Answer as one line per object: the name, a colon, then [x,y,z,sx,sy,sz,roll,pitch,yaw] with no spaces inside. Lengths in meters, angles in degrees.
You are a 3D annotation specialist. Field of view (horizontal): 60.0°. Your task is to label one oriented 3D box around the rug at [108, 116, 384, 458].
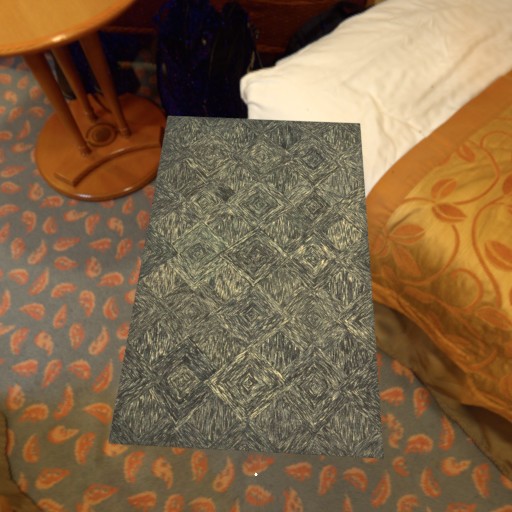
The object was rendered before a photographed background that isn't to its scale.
rug: [0.000,0.000,2.886,1.478,0.017,2.330,3,64,1]
